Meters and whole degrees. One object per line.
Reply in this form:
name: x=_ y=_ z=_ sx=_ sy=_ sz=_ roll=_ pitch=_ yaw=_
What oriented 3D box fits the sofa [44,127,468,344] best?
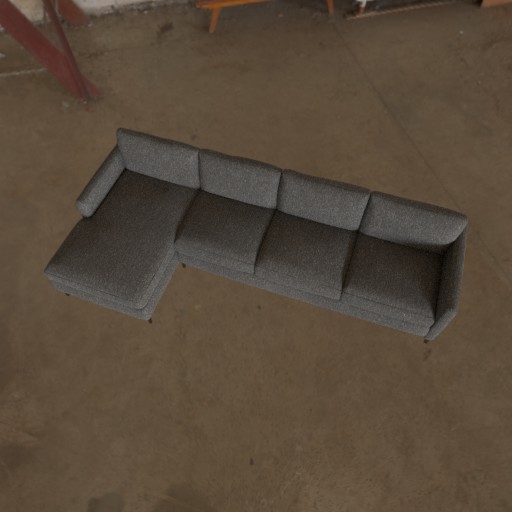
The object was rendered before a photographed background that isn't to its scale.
sofa: x=0.000 y=0.000 z=3.375 sx=2.932 sy=0.810 sz=1.350 roll=16 pitch=59 yaw=10
